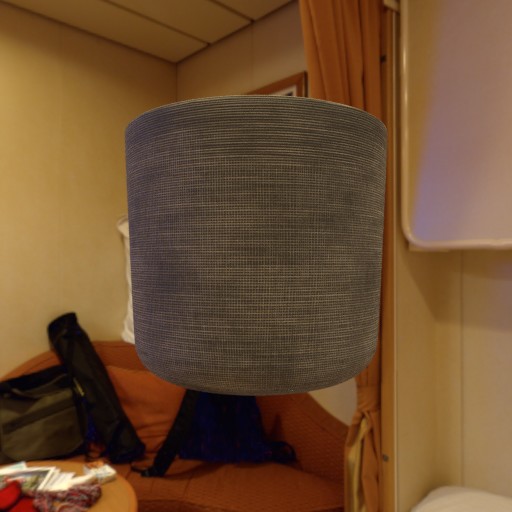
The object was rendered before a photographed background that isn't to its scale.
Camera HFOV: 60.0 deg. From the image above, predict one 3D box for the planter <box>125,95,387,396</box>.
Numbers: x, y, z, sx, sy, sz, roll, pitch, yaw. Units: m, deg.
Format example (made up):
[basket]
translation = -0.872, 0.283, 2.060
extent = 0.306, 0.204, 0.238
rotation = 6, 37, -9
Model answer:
[planter]
translation = 0.000, 0.000, 0.772
extent = 0.440, 0.398, 0.440
rotation = 0, -1, 0
